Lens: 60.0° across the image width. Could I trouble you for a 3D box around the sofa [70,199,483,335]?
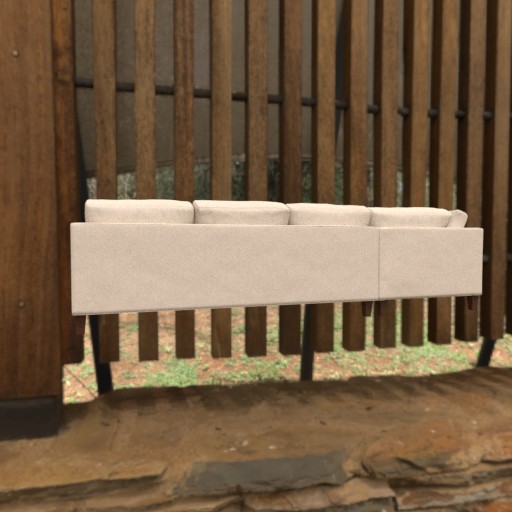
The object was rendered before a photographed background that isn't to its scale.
[{"bbox_3d":[0.000,0.000,4.300,3.182,0.863,2.432,-1,2,-19],"label":"sofa"}]
